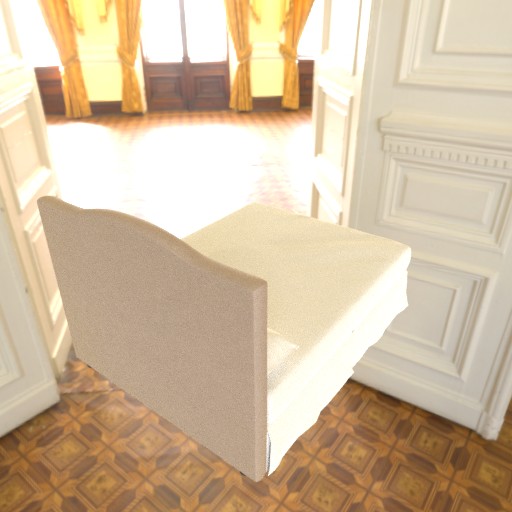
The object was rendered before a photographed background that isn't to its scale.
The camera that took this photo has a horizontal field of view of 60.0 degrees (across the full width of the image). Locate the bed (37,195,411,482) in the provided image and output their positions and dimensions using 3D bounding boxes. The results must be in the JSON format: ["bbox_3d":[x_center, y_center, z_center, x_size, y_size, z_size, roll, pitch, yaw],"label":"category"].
[{"bbox_3d":[0.000,0.000,3.396,1.821,1.436,2.282,20,35,31],"label":"bed"}]
